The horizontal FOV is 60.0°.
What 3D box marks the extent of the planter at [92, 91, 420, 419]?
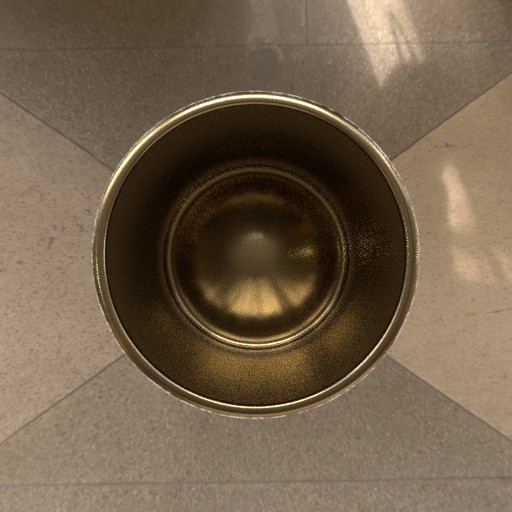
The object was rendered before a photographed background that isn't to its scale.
[{"bbox_3d":[0.000,0.000,0.312,0.178,0.157,0.178,0,89,0],"label":"planter"}]
